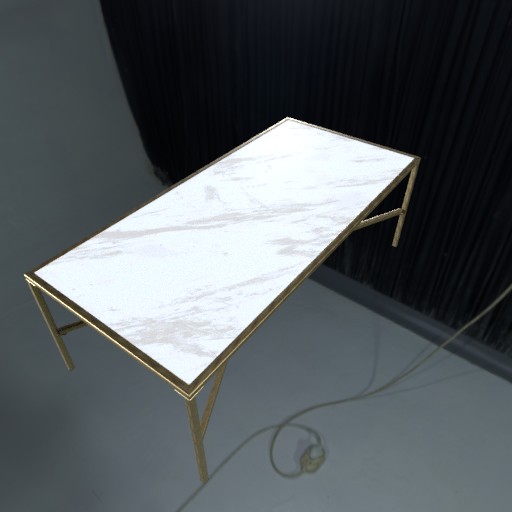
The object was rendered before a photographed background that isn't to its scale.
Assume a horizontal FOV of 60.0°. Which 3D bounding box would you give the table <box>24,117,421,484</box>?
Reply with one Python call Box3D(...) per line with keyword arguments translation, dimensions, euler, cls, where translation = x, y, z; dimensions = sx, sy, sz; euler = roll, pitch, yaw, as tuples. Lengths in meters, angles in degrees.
Box3D(translation=(0.000, 0.000, 1.486), dimensions=(0.577, 0.405, 1.197), euler=(26, 47, 27), cls="table")
